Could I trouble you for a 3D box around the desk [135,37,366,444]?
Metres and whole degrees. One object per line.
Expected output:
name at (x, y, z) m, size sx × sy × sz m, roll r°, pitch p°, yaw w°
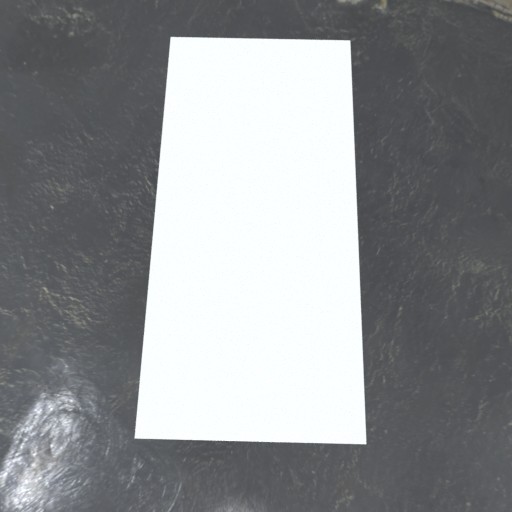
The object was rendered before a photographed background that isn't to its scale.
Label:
desk at (0.000, 0.000, 1.376) m, size 0.491 × 0.723 × 0.979 m, roll 1°, pitch 75°, yaw 0°
